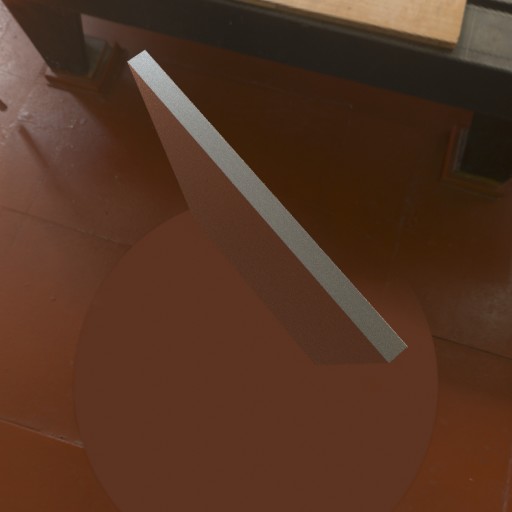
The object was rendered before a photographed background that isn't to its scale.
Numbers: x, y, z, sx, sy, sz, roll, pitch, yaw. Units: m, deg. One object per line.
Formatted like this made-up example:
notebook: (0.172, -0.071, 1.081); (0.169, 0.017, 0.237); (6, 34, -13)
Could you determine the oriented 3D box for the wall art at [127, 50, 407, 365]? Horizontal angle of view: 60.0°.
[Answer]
wall art: (0.000, 0.000, 0.755); (0.025, 0.569, 0.444); (-39, 79, -9)
